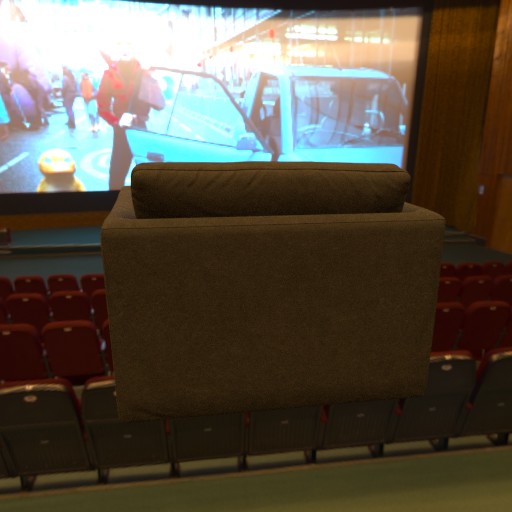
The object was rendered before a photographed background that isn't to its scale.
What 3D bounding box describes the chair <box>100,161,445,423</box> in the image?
[{"bbox_3d":[0.000,0.000,1.860,1.190,0.845,1.091,-2,15,-8],"label":"chair"}]
